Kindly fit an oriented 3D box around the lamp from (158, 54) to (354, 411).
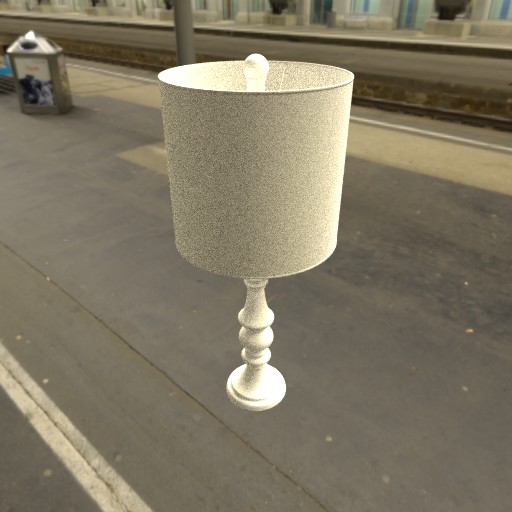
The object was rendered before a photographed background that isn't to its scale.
[{"bbox_3d":[0.000,0.000,0.716,0.250,0.597,0.250,11,32,18],"label":"lamp"}]
